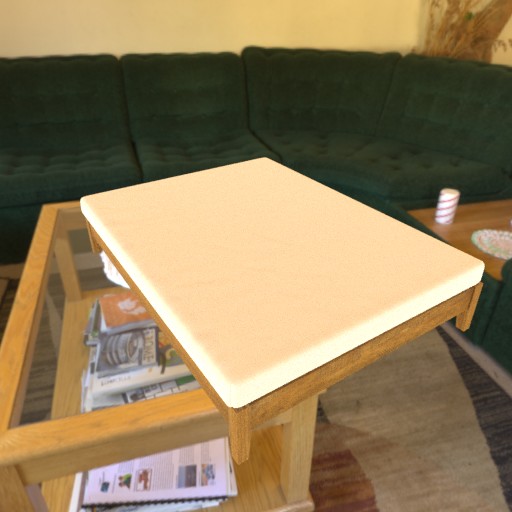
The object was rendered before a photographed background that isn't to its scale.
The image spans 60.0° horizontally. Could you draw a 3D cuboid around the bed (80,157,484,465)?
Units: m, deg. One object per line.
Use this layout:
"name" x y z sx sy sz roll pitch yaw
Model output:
"bed" 0.000 0.000 2.725 1.536 0.431 2.016 -19 36 -28
